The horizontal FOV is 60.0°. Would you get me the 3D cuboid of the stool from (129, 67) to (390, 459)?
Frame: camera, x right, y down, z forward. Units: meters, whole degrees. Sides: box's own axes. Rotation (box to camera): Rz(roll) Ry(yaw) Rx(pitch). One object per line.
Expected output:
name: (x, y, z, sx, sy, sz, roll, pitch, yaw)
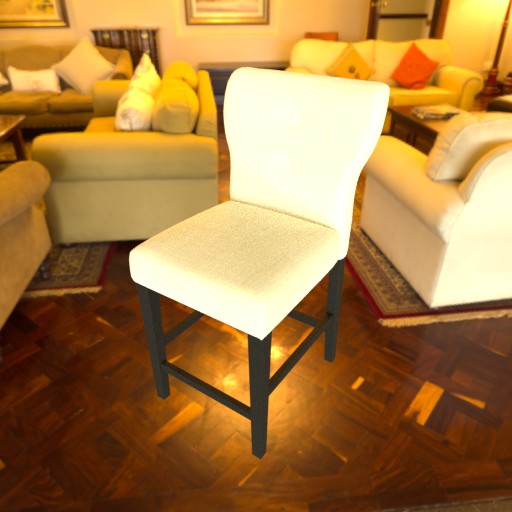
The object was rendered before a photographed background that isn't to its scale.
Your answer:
stool: (0.000, 0.000, 1.343, 0.514, 0.972, 0.603, 19, 36, 29)
